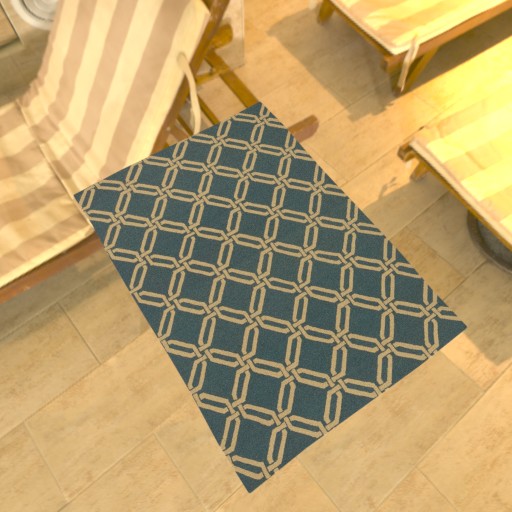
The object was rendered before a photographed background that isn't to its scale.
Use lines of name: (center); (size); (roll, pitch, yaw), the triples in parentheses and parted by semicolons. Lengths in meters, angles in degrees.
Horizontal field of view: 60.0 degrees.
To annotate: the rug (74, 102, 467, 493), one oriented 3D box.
rug: (0.000, 0.000, 2.748); (1.524, 0.013, 2.135); (-31, 68, -14)
